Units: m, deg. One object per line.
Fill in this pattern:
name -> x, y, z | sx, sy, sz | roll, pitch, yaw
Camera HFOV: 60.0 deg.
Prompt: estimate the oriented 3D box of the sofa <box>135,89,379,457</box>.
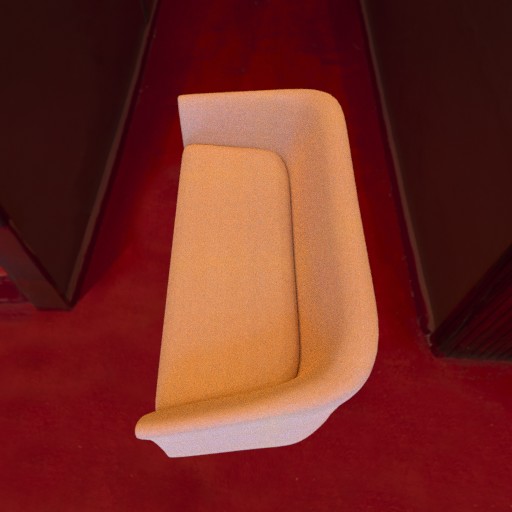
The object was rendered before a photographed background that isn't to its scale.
sofa -> 0.000, 0.000, 1.797 | 0.705, 0.721, 1.452 | 0, 58, 0
